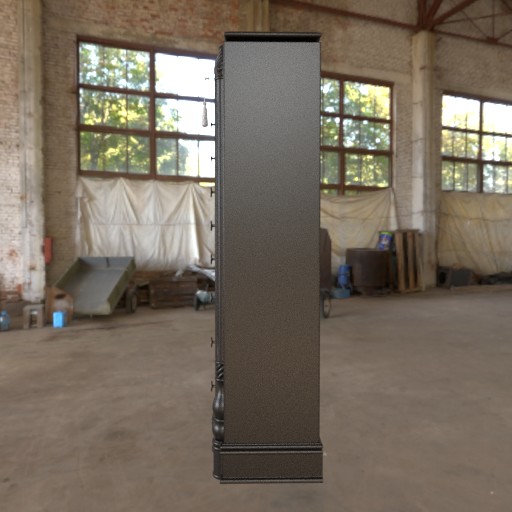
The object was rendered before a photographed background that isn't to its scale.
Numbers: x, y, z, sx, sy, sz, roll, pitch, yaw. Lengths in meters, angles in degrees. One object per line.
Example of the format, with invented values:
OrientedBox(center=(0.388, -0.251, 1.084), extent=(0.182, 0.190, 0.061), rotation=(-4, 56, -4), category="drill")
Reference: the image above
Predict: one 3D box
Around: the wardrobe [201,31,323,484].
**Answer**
OrientedBox(center=(0.000, 0.000, 1.203), extent=(0.295, 1.011, 0.444), rotation=(0, 2, -1), category="wardrobe")
